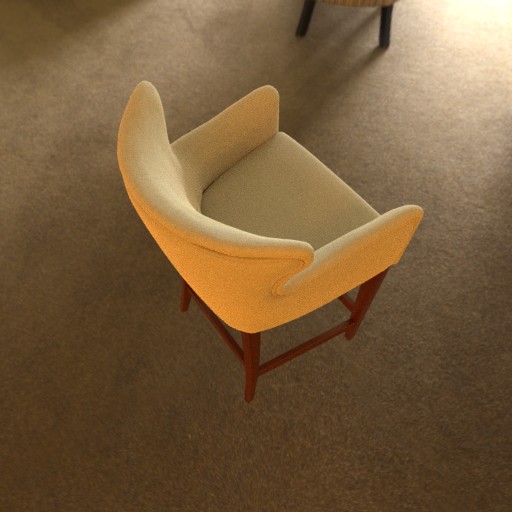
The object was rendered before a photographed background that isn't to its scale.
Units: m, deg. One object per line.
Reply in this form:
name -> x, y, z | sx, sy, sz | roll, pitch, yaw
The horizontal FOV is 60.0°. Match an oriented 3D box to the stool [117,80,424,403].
stool -> 0.000, 0.000, 1.317 | 0.570, 0.951, 0.601 | -32, 62, -19
